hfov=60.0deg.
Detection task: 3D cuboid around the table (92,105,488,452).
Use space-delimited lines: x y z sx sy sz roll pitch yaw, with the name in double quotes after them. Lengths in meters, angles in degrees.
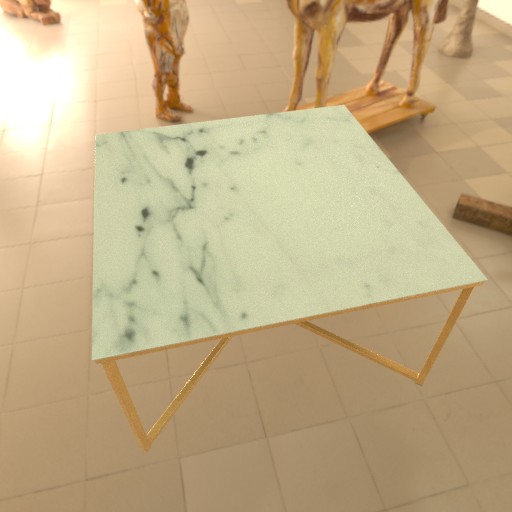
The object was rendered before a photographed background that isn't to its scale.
0.000 0.000 1.290 0.800 0.450 0.800 -10 46 -10 "table"
